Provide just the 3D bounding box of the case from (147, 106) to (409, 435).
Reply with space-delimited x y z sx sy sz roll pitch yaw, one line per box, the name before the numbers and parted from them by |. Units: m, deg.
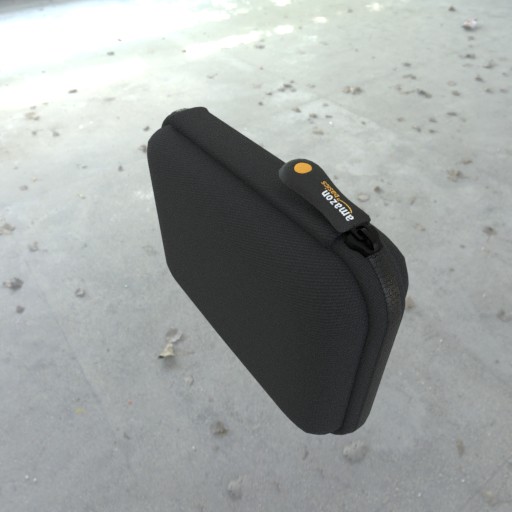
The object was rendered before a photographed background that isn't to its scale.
case | 0.000 0.000 0.178 0.038 0.105 0.132 -26 48 -26
